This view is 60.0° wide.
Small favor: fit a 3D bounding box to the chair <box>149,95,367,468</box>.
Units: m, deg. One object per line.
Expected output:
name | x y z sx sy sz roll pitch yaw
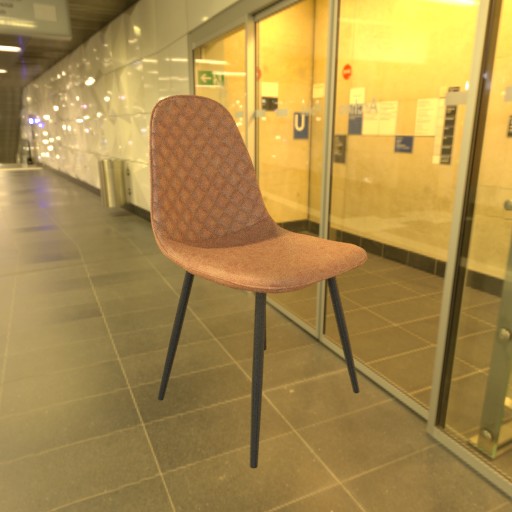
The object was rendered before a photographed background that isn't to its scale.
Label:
chair | 0.000 0.000 1.259 0.561 0.889 0.472 15 22 43
